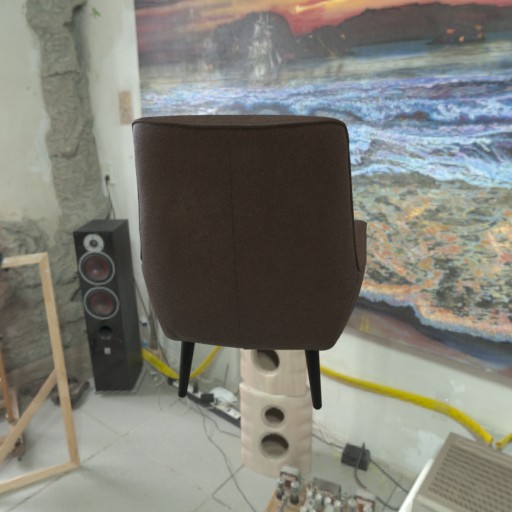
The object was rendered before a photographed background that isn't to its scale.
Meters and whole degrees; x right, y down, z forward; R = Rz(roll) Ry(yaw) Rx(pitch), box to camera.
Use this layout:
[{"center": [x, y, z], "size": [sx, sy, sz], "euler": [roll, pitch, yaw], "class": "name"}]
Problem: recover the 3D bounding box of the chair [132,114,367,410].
[{"center": [0.000, 0.000, 1.471], "size": [0.787, 0.888, 0.824], "euler": [2, 17, 8], "class": "chair"}]
